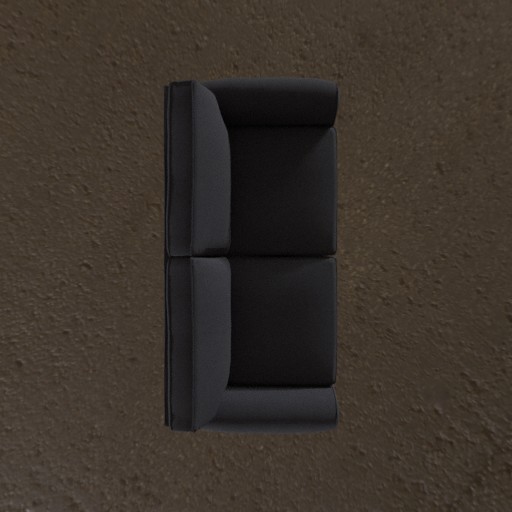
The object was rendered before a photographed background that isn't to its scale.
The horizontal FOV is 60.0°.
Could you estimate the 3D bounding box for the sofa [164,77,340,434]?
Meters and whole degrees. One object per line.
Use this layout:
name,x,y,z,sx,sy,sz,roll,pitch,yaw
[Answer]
sofa,0.000,0.000,2.599,0.951,1.031,2.009,0,90,2
